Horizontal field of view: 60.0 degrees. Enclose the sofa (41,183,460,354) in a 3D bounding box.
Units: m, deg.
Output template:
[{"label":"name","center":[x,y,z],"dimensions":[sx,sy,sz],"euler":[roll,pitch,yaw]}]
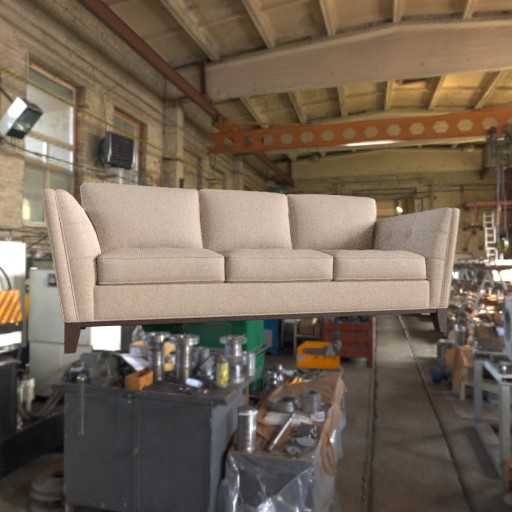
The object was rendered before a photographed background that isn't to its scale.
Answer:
[{"label":"sofa","center":[0.000,0.000,2.855],"dimensions":[2.388,0.940,0.965],"euler":[0,-1,-18]}]
